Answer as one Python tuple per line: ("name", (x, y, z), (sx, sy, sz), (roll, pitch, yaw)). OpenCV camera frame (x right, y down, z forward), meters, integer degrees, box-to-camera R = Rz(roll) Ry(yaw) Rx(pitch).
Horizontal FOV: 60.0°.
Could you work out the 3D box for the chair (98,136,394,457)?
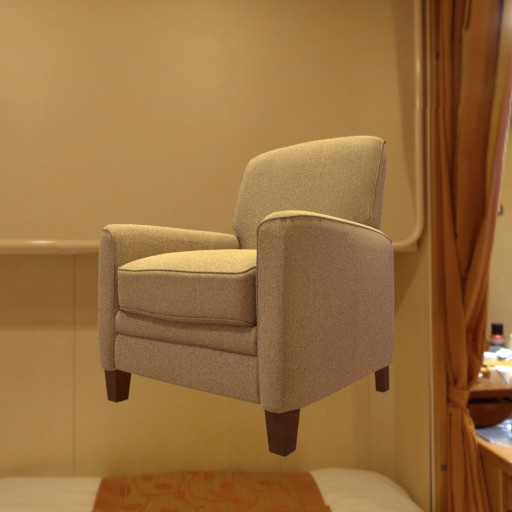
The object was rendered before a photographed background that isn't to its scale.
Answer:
("chair", (0.000, 0.000, 1.631), (0.848, 1.014, 0.864), (0, -1, 37))
